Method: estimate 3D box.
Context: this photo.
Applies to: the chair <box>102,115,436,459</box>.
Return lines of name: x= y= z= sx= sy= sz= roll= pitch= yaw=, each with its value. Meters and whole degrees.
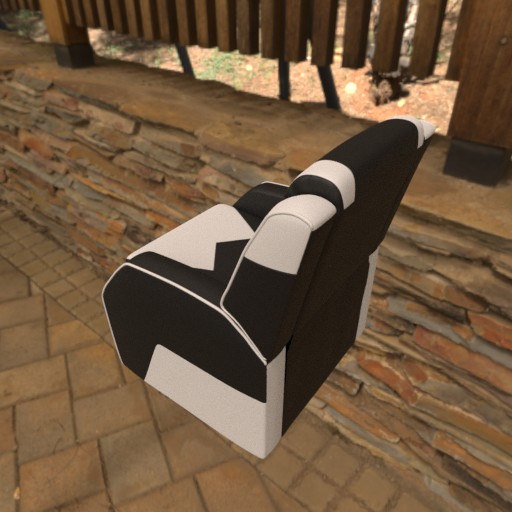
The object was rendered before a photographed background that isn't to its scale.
chair: x=0.000 y=0.000 z=1.253 sx=0.672 sy=0.805 sz=0.620 roll=22 pitch=40 yaw=29
